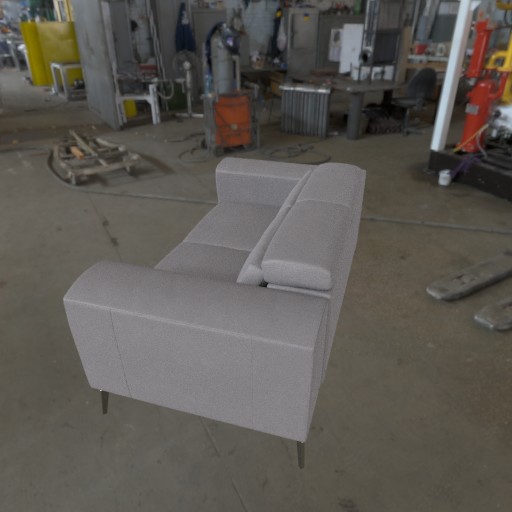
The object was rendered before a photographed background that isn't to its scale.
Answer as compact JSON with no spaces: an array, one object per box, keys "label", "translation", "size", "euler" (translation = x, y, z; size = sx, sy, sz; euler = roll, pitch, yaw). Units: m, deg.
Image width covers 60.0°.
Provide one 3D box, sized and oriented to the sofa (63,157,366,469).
[{"label":"sofa","translation":[0.000,0.000,2.450],"size":[1.003,0.779,1.895],"euler":[9,31,15]}]
